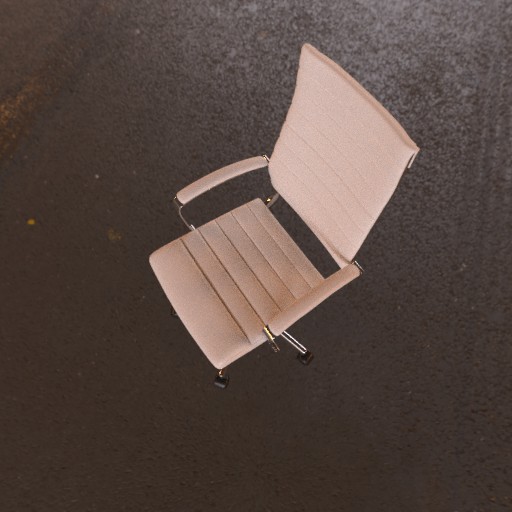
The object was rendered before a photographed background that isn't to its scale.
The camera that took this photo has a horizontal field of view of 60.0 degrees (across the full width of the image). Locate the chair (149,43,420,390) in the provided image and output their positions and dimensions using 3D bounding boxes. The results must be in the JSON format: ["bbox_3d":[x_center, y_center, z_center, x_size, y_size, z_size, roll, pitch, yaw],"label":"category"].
[{"bbox_3d":[0.000,0.000,1.531,0.679,1.149,0.679,-31,68,-14],"label":"chair"}]
